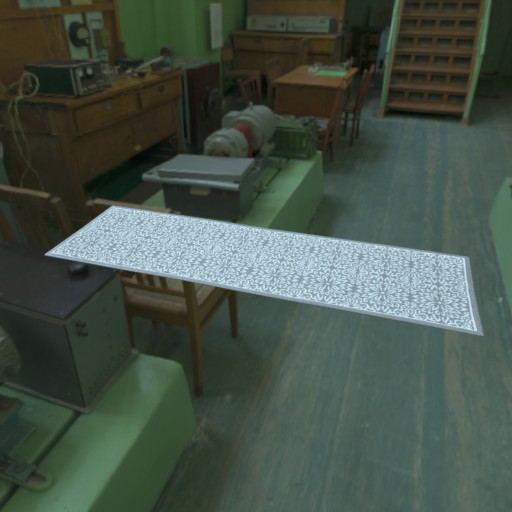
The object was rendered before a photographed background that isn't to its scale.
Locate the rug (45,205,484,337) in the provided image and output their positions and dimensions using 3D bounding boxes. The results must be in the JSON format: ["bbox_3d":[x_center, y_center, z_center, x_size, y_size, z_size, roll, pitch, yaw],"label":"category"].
[{"bbox_3d":[0.000,0.000,2.391,2.196,0.011,0.662,9,33,15],"label":"rug"}]
